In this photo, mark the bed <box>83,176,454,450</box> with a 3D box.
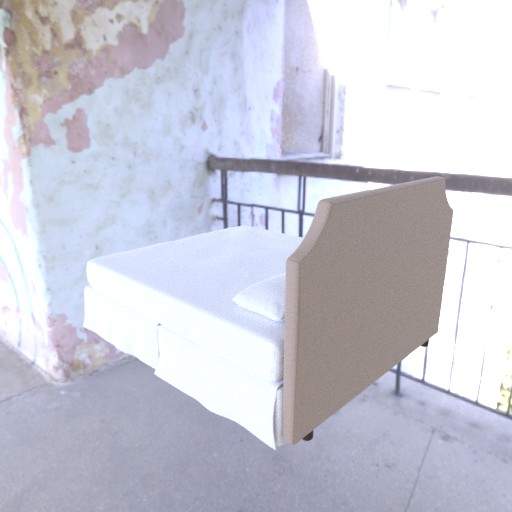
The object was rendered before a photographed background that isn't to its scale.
[{"bbox_3d":[0.000,0.000,4.232,2.773,1.590,2.350,16,23,42],"label":"bed"}]
